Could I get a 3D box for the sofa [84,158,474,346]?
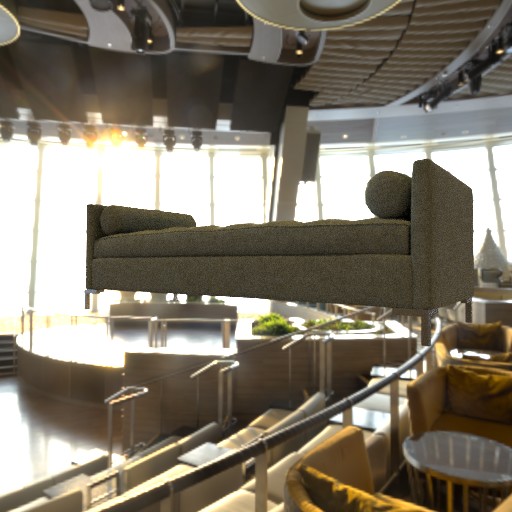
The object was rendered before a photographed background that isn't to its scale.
[{"bbox_3d":[0.000,0.000,2.459,2.102,0.657,0.797,-1,-1,36],"label":"sofa"}]
